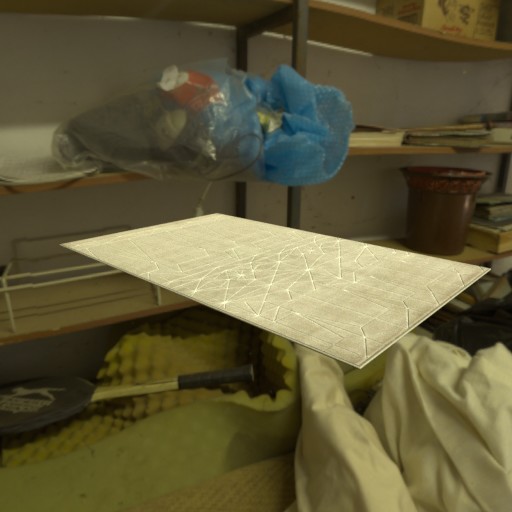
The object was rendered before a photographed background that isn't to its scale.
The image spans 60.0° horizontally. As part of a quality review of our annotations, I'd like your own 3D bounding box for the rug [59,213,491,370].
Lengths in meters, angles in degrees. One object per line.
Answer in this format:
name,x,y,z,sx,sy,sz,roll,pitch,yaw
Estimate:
rug,0.000,0.000,2.924,2.438,0.012,1.524,15,23,41
